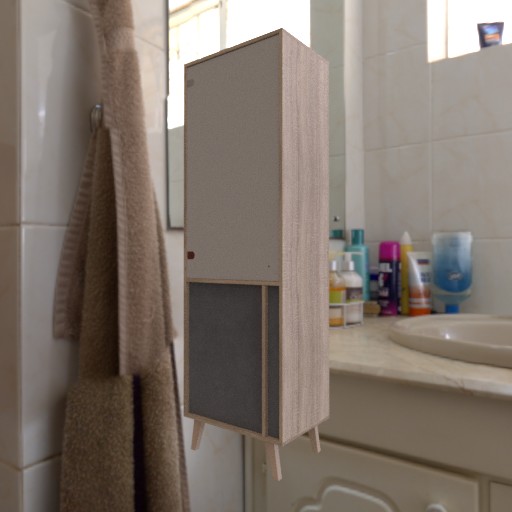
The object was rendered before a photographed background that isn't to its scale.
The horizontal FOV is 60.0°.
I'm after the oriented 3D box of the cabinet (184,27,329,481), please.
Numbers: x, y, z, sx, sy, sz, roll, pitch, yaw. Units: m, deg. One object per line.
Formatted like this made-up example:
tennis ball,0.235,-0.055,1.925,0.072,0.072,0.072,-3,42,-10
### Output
cabinet,0.000,0.000,2.120,0.570,1.850,0.400,0,0,37
